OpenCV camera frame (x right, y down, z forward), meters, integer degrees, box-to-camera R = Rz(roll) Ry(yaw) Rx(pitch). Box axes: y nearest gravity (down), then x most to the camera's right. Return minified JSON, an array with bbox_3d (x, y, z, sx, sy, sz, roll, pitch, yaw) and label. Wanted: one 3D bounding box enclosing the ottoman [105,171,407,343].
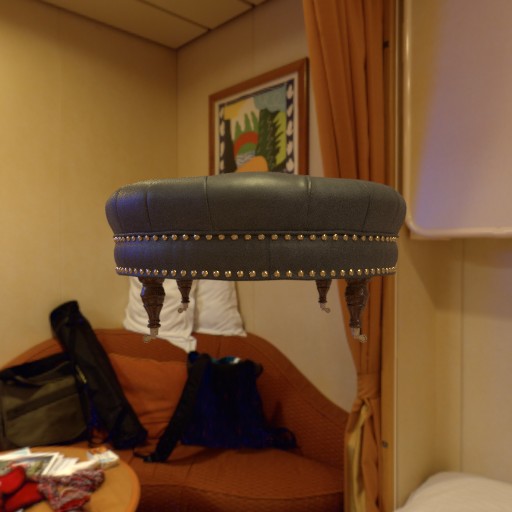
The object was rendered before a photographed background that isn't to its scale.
[{"bbox_3d":[0.000,0.000,1.401,0.901,0.439,0.901,0,1,0],"label":"ottoman"}]
